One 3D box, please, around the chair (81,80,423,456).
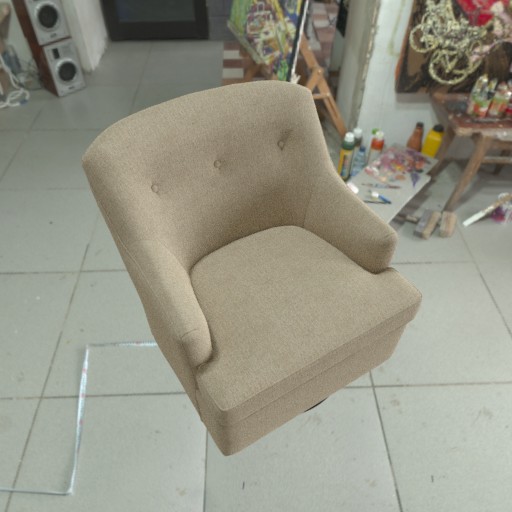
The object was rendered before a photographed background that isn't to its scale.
[{"bbox_3d":[0.000,0.000,1.582,0.864,0.856,0.923,-24,51,-21],"label":"chair"}]
